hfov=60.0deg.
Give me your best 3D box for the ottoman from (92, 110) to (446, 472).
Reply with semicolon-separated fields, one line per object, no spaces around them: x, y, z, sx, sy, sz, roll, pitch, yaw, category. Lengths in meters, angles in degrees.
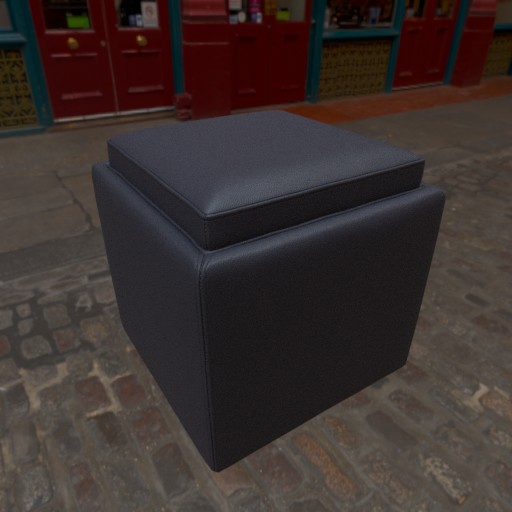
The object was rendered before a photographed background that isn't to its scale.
0.000;0.000;0.826;0.451;0.460;0.450;-18;35;-28;ottoman
